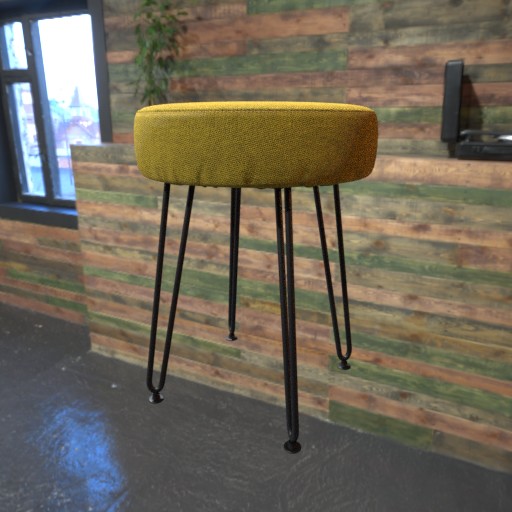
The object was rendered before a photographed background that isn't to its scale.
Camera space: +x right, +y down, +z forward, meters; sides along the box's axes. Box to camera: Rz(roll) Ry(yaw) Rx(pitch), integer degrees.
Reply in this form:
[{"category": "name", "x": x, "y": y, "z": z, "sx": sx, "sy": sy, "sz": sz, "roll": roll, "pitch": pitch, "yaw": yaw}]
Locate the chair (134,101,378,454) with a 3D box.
[{"category": "chair", "x": 0.000, "y": 0.000, "z": 0.700, "sx": 0.345, "sy": 0.455, "sz": 0.345, "roll": 9, "pitch": 19, "yaw": 26}]
